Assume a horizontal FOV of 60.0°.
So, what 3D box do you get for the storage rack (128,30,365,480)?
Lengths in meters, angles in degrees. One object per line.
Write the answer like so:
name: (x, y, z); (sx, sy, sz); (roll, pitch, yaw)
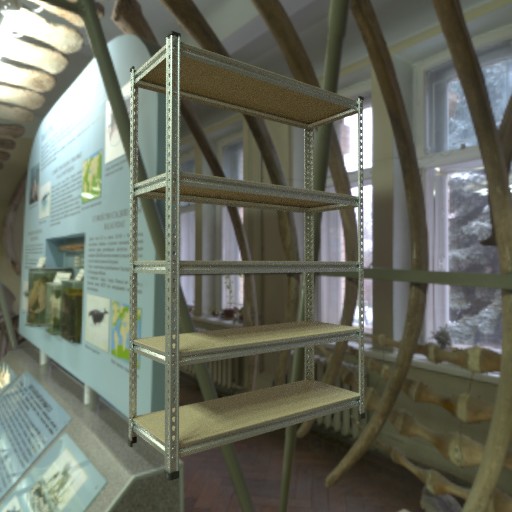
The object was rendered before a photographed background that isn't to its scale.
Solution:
storage rack: (0.000, 0.000, 2.345); (1.219, 1.829, 0.457); (1, -1, -37)
